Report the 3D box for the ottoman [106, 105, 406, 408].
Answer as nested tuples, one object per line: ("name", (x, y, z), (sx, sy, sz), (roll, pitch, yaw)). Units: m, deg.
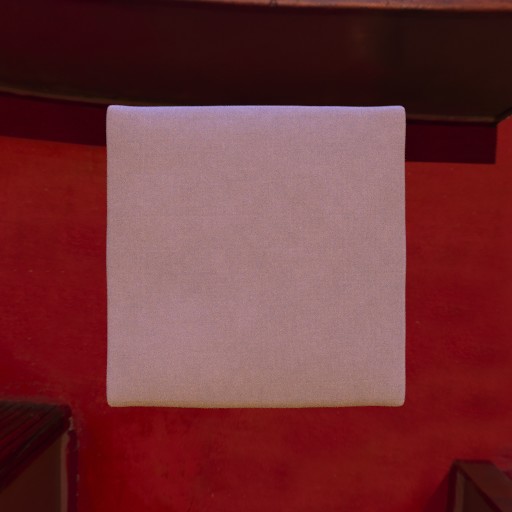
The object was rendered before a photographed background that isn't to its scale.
("ottoman", (0.000, 0.000, 1.834), (1.171, 0.517, 1.203), (0, 90, 0))
